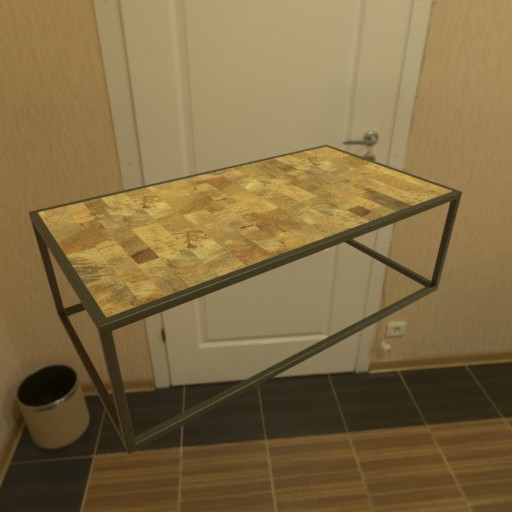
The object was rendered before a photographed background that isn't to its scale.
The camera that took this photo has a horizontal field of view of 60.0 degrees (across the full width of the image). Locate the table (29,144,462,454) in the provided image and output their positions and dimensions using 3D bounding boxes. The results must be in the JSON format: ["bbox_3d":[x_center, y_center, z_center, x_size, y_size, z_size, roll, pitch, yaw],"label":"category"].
[{"bbox_3d":[0.000,0.000,1.486,1.199,0.398,0.649,-20,36,-30],"label":"table"}]
